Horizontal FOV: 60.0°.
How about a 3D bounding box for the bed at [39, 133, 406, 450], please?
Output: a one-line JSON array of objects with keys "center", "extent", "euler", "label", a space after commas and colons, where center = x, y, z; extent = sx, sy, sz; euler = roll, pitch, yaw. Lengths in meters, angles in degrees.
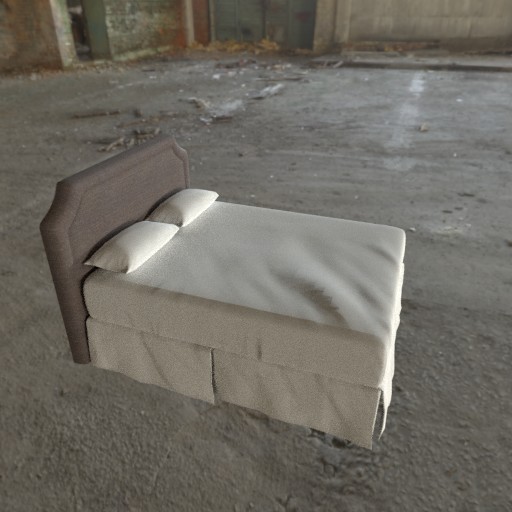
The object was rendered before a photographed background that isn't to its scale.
[{"center": [0.000, 0.000, 3.169], "extent": [2.116, 1.290, 1.693], "euler": [10, 31, 17], "label": "bed"}]
